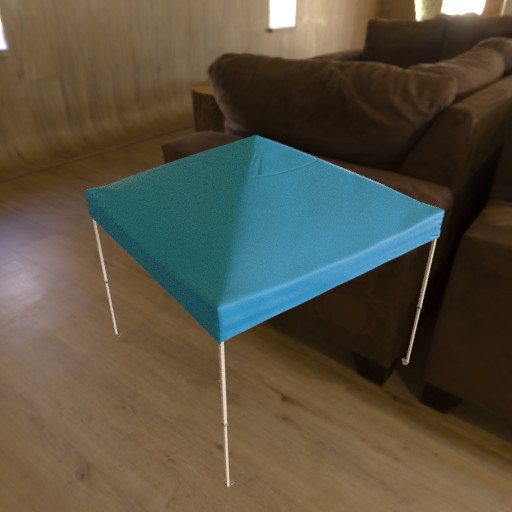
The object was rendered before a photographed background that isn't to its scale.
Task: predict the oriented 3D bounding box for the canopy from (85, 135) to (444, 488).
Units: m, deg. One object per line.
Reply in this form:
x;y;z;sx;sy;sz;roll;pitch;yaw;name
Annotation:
0.000;0.000;5.502;2.996;2.997;2.998;-21;36;-31;canopy
